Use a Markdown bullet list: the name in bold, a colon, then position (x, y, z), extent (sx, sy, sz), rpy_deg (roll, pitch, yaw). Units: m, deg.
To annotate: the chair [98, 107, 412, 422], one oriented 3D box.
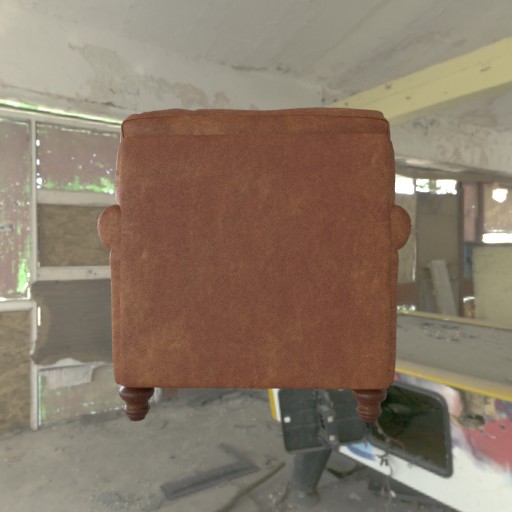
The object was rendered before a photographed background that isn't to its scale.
- **chair**: position (0.000, 0.000, 1.729), extent (0.983, 0.962, 0.986), rpy_deg (0, 1, 1)
